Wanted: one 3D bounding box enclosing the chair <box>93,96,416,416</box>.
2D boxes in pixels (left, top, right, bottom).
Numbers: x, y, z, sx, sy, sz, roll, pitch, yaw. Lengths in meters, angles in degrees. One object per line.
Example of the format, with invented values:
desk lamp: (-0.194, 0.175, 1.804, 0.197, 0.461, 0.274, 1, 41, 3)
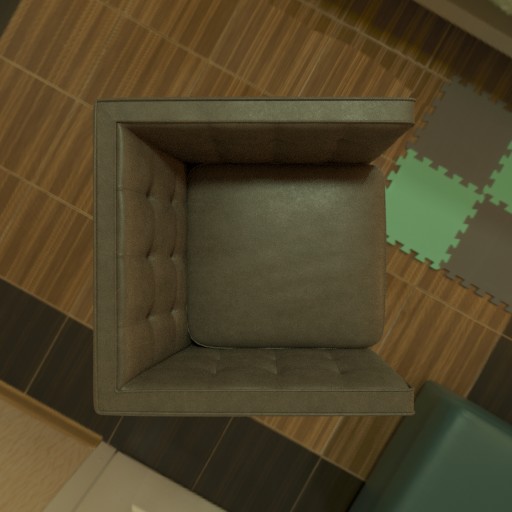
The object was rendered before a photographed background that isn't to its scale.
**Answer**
chair: (0.000, 0.000, 1.561, 0.894, 0.790, 0.880, 0, 90, 0)
